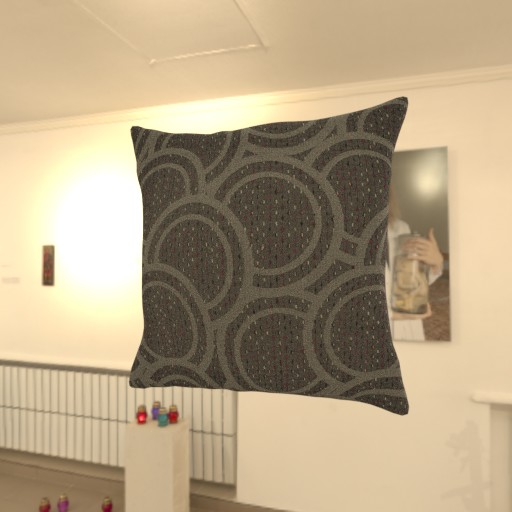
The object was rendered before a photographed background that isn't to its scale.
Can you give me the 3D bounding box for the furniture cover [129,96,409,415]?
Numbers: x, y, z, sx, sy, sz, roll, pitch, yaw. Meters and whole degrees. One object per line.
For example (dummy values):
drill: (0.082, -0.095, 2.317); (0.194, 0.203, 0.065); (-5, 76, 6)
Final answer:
furniture cover: (0.000, 0.000, 0.789); (0.514, 0.513, 0.163); (0, 0, 17)
